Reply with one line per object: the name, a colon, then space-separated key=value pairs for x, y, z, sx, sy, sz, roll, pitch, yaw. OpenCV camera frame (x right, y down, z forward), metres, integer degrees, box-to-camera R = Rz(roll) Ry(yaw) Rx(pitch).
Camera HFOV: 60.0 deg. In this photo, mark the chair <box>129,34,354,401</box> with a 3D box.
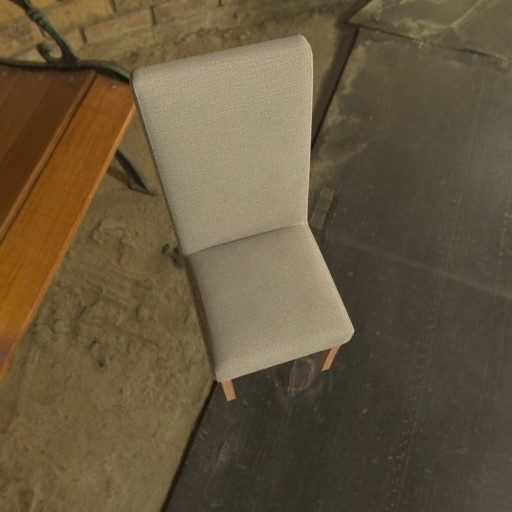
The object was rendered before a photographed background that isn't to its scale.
chair: x=0.000 y=0.000 z=1.364 sx=0.450 sy=1.033 sz=0.611 roll=-15 pitch=64 yaw=-8
